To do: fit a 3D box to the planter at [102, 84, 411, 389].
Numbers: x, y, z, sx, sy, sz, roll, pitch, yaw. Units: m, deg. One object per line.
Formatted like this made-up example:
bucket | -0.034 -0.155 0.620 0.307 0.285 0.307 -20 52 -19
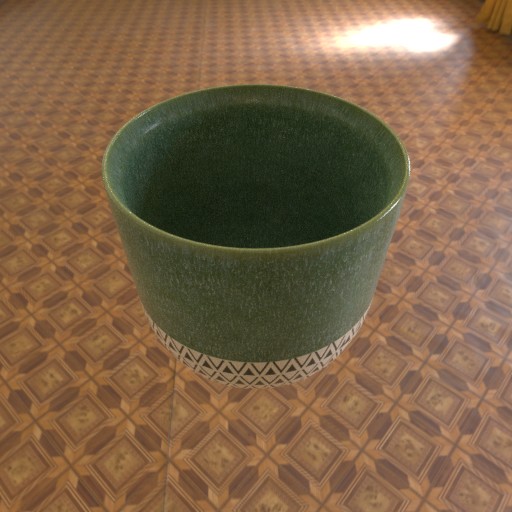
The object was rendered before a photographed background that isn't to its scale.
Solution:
planter | 0.000 0.000 0.486 0.266 0.270 0.266 0 45 0
